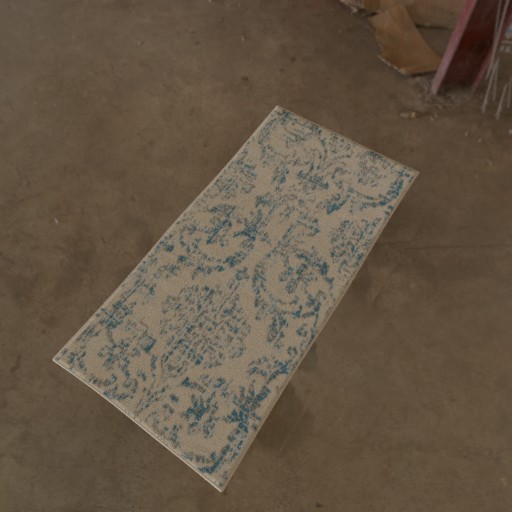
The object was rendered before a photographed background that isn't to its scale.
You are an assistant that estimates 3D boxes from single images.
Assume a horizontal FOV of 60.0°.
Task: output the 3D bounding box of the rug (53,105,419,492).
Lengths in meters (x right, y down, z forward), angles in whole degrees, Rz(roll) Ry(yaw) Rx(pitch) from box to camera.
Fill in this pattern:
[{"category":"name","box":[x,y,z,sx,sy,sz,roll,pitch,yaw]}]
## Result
[{"category":"rug","box":[0.000,0.000,1.433,0.605,0.007,1.220,30,66,15]}]
